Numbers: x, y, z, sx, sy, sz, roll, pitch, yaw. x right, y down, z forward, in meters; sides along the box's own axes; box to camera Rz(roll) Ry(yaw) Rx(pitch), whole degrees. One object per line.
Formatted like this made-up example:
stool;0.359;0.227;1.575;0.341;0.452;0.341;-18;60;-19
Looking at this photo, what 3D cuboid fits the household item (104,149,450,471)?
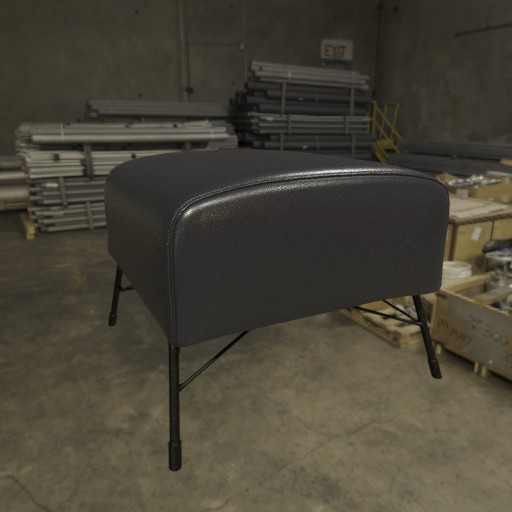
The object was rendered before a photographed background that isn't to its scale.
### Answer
household item;0.000;0.000;0.891;0.530;0.410;0.530;-8;19;-26
